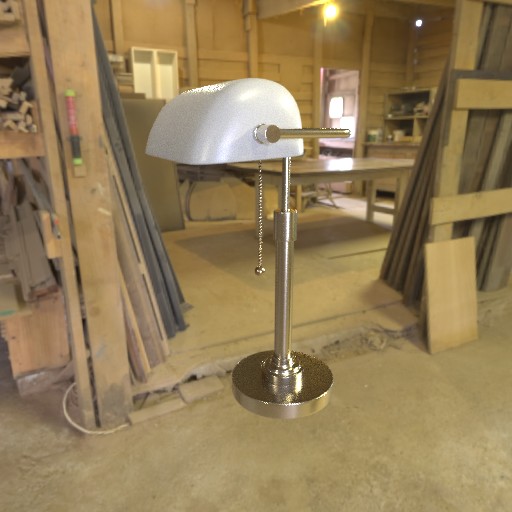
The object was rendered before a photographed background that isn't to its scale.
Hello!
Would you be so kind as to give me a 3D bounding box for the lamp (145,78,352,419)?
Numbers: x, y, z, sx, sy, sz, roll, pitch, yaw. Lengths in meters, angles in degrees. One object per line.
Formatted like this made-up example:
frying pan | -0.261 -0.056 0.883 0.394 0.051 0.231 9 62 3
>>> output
lamp | 0.000 0.000 0.560 0.227 0.404 0.269 -8 18 -25
